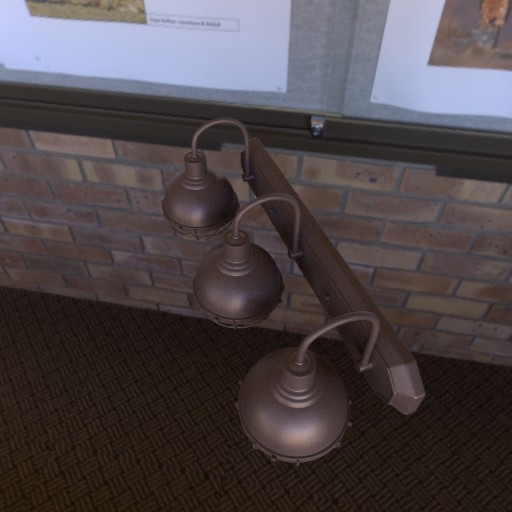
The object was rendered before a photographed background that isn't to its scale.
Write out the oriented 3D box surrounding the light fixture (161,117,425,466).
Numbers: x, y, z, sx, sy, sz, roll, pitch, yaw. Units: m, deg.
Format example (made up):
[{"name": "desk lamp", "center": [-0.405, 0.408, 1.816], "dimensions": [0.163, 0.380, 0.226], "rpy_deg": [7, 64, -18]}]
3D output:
[{"name": "light fixture", "center": [0.000, 0.000, 0.755], "dimensions": [0.229, 0.254, 0.634], "rpy_deg": [-16, 49, -14]}]
